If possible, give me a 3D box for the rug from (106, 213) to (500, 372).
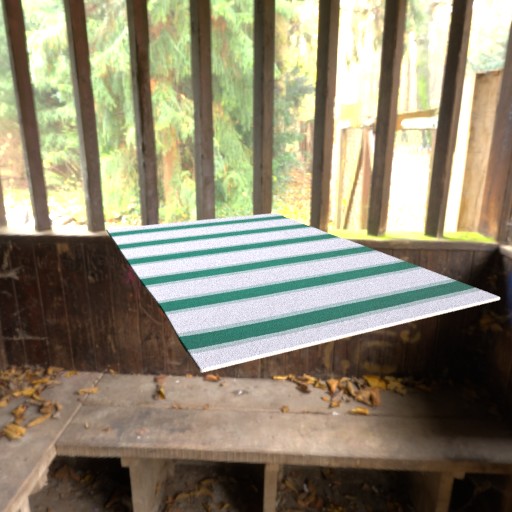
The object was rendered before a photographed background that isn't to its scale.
[{"bbox_3d":[0.000,0.000,2.241,1.210,0.012,1.829,-8,18,-24],"label":"rug"}]
